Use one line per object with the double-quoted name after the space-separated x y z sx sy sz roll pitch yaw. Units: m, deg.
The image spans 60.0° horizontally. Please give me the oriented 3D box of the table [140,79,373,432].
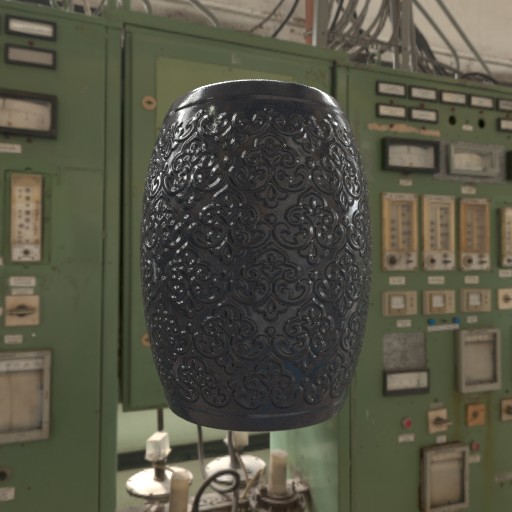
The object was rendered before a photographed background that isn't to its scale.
0.000 0.000 0.608 0.309 0.397 0.309 0 -1 0 "table"
